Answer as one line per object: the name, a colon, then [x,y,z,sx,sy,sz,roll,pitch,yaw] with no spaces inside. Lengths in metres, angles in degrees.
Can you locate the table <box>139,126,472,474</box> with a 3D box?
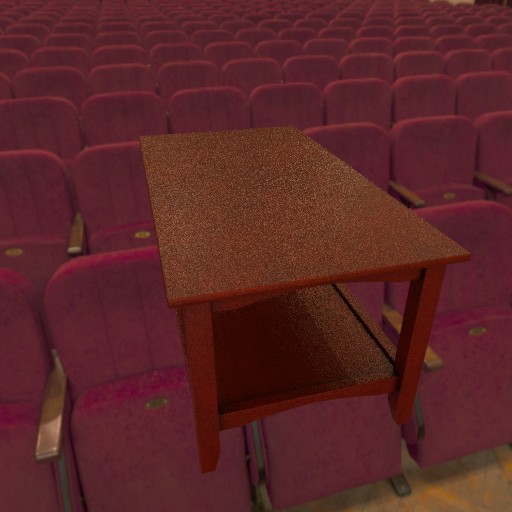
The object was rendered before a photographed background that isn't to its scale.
table: [0.000,0.000,1.226,0.533,0.456,0.943,-8,31,-13]
